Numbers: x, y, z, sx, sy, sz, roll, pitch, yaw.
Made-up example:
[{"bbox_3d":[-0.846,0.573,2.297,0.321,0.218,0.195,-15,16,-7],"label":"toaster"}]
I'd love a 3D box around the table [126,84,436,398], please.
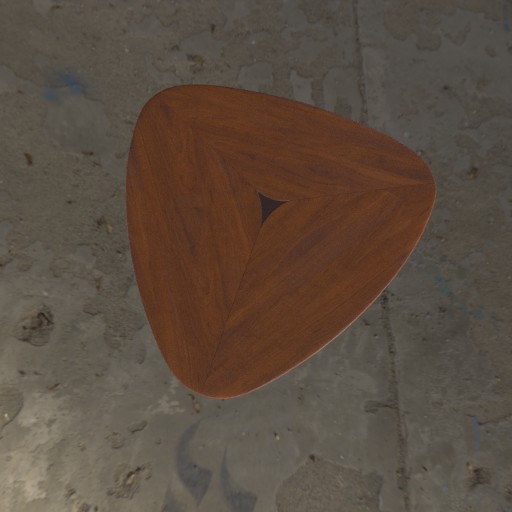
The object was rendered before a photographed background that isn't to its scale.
[{"bbox_3d":[0.000,0.000,1.337,0.833,0.413,0.821,18,76,4],"label":"table"}]
